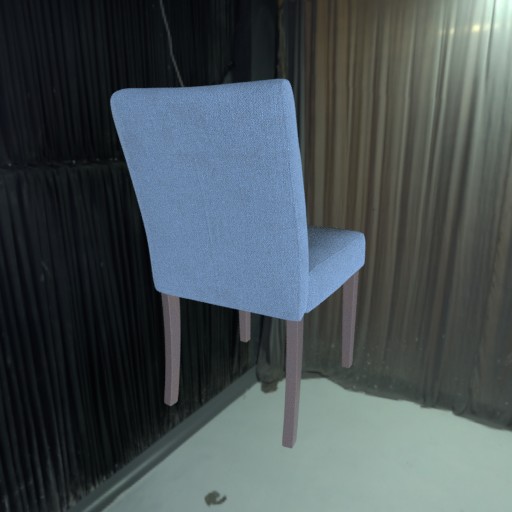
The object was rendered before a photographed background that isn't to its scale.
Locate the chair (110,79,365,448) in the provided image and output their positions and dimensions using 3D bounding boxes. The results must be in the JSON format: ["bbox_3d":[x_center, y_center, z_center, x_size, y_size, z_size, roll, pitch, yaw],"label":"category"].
[{"bbox_3d":[0.000,0.000,1.273,0.487,0.882,0.629,8,18,27],"label":"chair"}]
